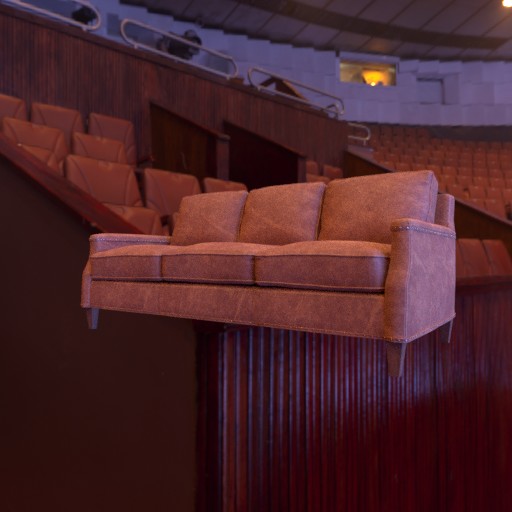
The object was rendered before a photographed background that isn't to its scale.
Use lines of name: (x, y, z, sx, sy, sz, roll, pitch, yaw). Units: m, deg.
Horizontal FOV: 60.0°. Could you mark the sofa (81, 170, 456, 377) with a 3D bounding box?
sofa: (0.000, 0.000, 2.845, 2.246, 1.003, 1.084, 0, 0, 35)
